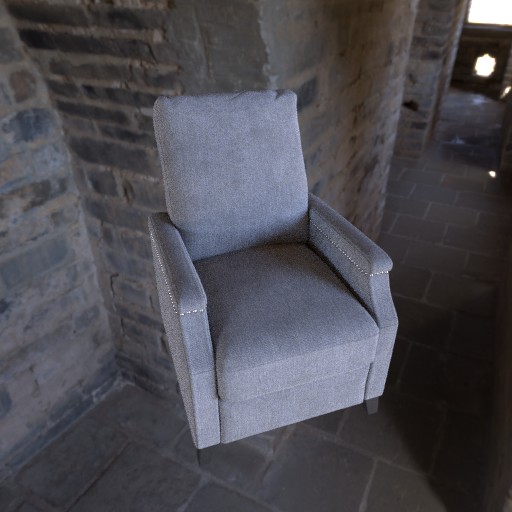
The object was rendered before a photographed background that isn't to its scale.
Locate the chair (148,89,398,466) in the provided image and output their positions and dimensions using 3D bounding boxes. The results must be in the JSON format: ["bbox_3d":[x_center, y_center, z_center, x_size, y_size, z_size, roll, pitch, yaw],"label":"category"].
[{"bbox_3d":[0.000,0.000,1.649,0.710,1.049,0.922,-10,33,-16],"label":"chair"}]
